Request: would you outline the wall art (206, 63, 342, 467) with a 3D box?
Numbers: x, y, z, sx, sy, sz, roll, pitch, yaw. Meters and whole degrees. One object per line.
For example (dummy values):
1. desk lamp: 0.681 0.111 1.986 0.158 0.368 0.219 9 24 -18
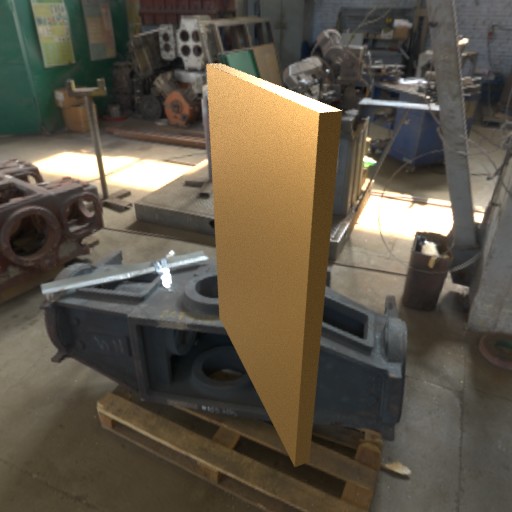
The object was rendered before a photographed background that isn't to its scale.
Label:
1. wall art: 0.000 0.000 1.093 0.038 0.812 0.610 -11 32 -18
